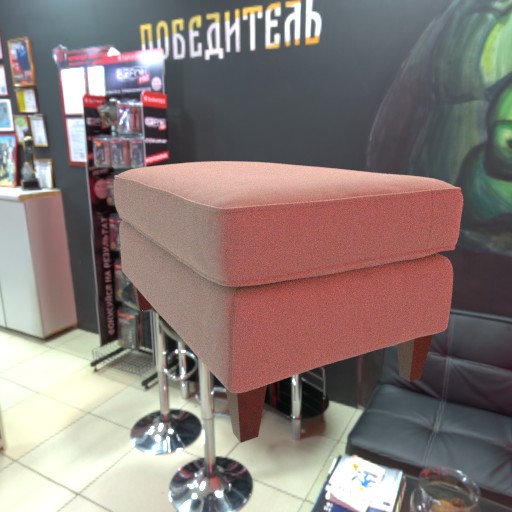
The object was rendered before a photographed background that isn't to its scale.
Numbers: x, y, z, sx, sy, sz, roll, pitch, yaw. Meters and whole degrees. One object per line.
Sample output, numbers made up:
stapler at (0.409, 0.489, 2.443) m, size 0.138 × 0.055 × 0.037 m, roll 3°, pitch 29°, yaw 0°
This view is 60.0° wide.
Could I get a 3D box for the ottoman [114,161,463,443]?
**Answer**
ottoman at (0.000, 0.000, 1.206) m, size 0.583 × 0.484 × 0.862 m, roll -8°, pitch 17°, yaw -27°
